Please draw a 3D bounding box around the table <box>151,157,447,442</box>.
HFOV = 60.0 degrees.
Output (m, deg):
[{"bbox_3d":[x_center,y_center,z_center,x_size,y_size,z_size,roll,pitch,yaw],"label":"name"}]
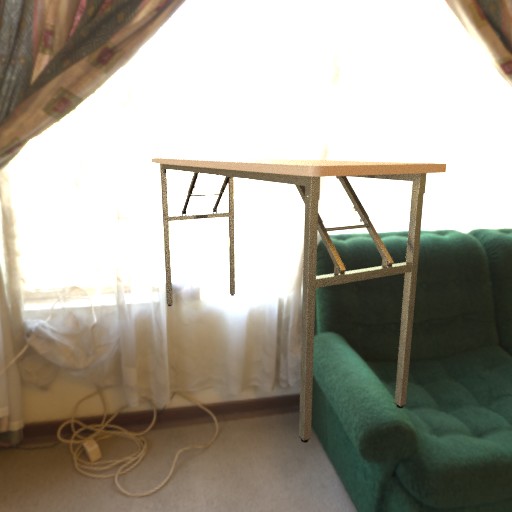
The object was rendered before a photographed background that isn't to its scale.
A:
[{"bbox_3d":[0.000,0.000,1.768,0.446,0.750,1.397,-7,15,-27],"label":"table"}]
